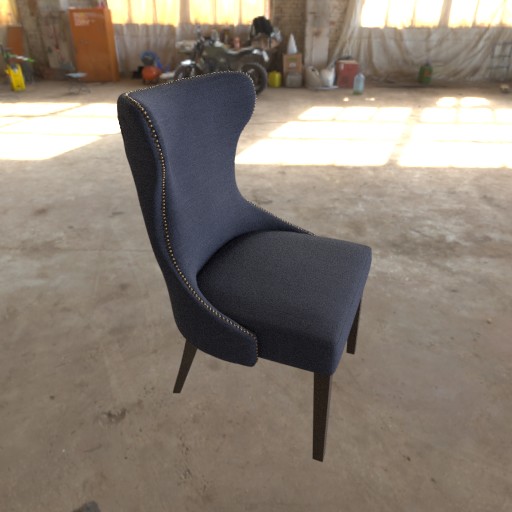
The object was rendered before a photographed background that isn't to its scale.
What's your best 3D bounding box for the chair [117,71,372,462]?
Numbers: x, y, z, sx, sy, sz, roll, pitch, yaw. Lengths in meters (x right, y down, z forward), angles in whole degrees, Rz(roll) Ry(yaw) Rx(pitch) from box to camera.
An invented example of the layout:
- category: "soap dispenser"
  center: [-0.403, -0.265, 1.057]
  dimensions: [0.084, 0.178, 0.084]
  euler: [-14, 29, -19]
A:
- category: "chair"
  center: [0.000, 0.000, 1.336]
  dimensions: [0.635, 0.967, 0.628]
  euler: [11, 32, 19]
